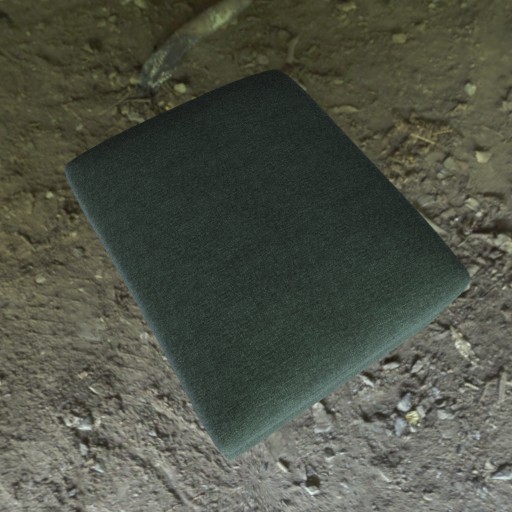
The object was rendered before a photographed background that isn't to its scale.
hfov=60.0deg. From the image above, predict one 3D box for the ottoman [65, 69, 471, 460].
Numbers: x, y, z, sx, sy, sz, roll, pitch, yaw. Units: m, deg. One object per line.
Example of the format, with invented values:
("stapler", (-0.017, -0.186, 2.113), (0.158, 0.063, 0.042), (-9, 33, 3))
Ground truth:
("ottoman", (0.000, 0.000, 1.262), (0.695, 0.533, 0.831), (-30, 67, -14))
